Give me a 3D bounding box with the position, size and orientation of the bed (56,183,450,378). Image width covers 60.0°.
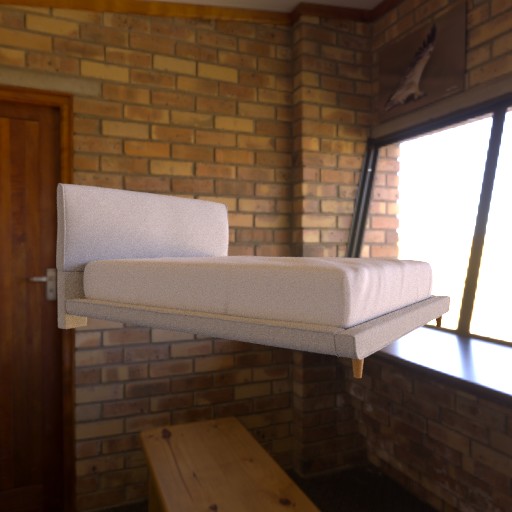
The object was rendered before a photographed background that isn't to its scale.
[{"bbox_3d":[0.000,0.000,3.517,2.498,1.126,1.980,1,2,35],"label":"bed"}]
